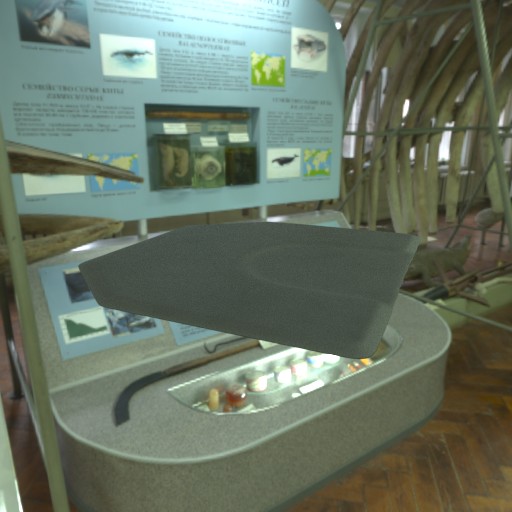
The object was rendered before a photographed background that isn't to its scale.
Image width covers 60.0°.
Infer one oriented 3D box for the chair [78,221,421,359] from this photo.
[{"bbox_3d":[0.000,0.000,1.879,1.219,0.024,1.372,7,18,23],"label":"chair"}]
